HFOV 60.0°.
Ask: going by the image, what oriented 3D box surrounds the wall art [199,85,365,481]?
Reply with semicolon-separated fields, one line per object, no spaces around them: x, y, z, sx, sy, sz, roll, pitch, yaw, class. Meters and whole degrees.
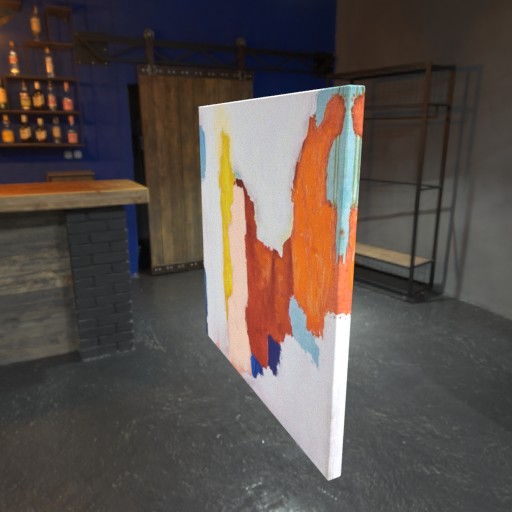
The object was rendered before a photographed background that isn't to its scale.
0.000;0.000;1.525;0.044;1.017;1.017;-7;17;-24;wall art
